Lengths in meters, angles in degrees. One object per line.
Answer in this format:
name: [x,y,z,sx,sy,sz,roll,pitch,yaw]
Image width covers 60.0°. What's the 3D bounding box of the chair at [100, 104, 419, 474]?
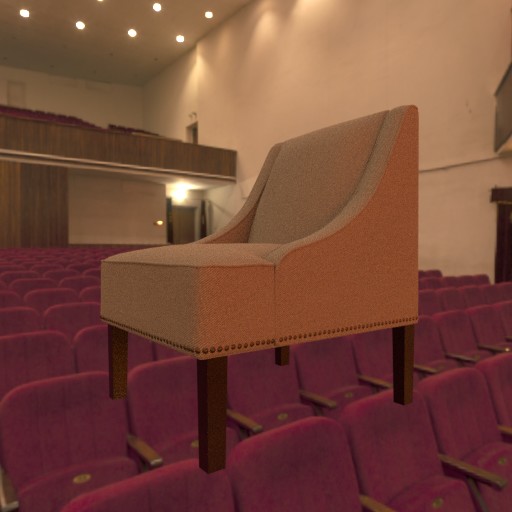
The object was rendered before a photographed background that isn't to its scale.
chair: [0.000,0.000,1.317,0.748,0.872,0.628,0,1,-37]
